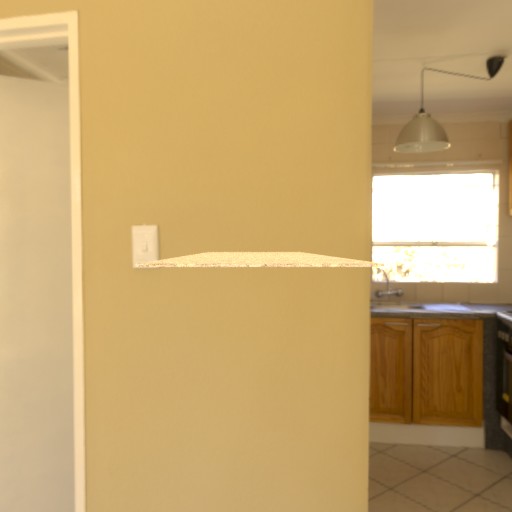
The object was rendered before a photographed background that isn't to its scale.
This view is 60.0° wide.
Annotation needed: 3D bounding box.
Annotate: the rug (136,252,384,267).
[{"bbox_3d":[0.000,0.000,2.623,0.807,0.013,2.436,0,1,-1],"label":"rug"}]
